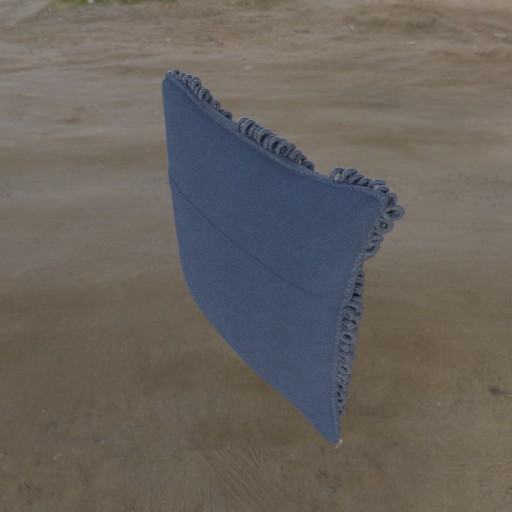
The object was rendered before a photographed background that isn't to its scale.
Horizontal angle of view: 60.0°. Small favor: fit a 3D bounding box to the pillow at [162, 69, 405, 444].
[{"bbox_3d":[0.000,0.000,0.706,0.172,0.466,0.469,-26,47,-27],"label":"pillow"}]
